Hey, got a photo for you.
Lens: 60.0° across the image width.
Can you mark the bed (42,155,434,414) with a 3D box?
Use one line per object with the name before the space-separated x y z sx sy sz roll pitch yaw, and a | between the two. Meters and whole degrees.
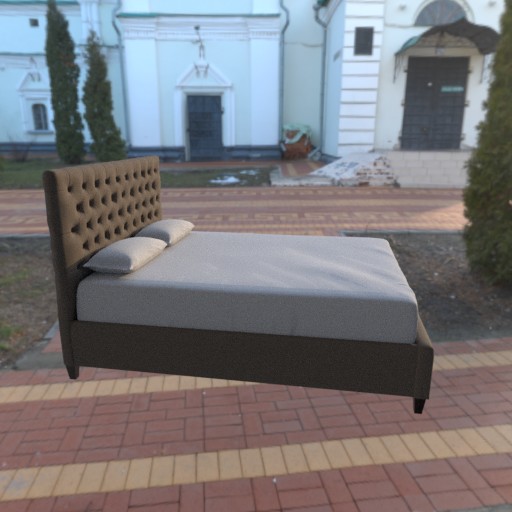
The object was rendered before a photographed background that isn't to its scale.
bed | 0.000 0.000 3.452 2.387 1.427 1.698 3 16 9
